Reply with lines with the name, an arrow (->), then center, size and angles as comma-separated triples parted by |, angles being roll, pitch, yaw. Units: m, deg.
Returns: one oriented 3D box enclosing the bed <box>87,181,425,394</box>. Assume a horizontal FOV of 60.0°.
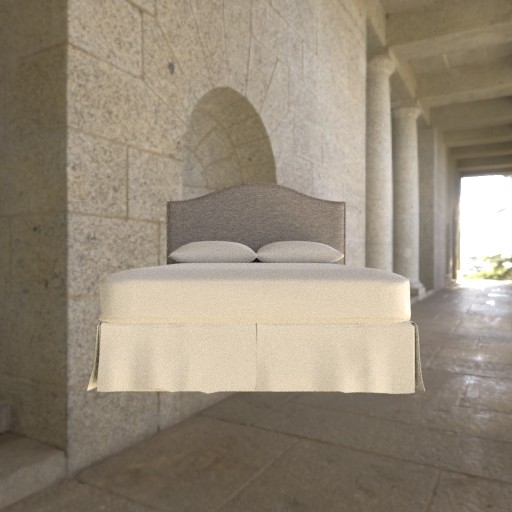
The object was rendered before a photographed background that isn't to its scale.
bed -> 0.000, 0.000, 3.001 | 1.610, 1.295, 1.870 | 0, 0, 0
